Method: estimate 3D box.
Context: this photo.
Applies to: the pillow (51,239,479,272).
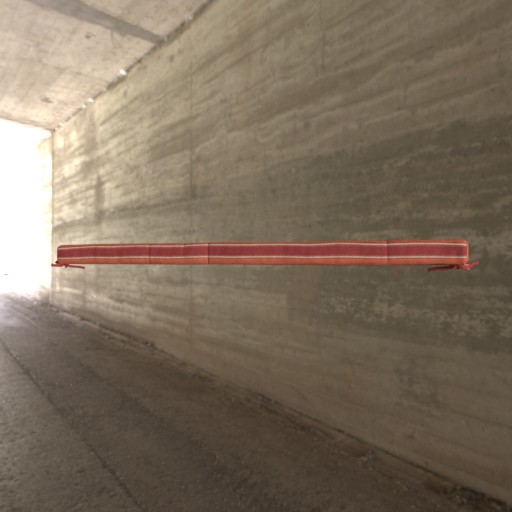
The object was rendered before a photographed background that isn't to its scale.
[{"bbox_3d":[0.000,0.000,1.368,1.187,0.081,0.492,0,-1,17],"label":"pillow"}]
